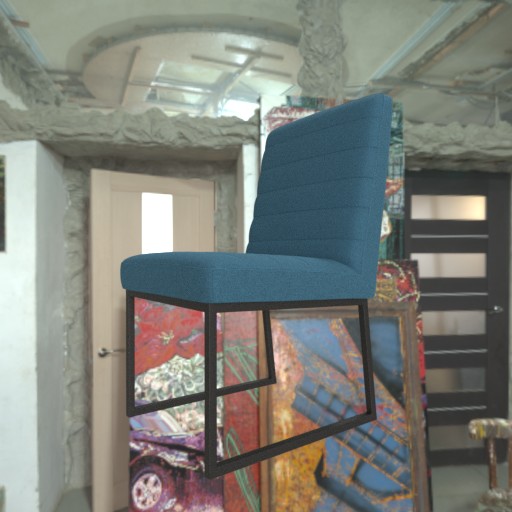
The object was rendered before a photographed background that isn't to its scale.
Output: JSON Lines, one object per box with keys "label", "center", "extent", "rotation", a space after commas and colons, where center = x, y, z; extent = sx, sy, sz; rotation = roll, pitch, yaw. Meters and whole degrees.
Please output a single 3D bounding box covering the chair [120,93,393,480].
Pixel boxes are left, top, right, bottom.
{"label": "chair", "center": [0.000, 0.000, 1.284], "extent": [0.634, 0.930, 0.520], "rotation": [0, 0, -37]}
